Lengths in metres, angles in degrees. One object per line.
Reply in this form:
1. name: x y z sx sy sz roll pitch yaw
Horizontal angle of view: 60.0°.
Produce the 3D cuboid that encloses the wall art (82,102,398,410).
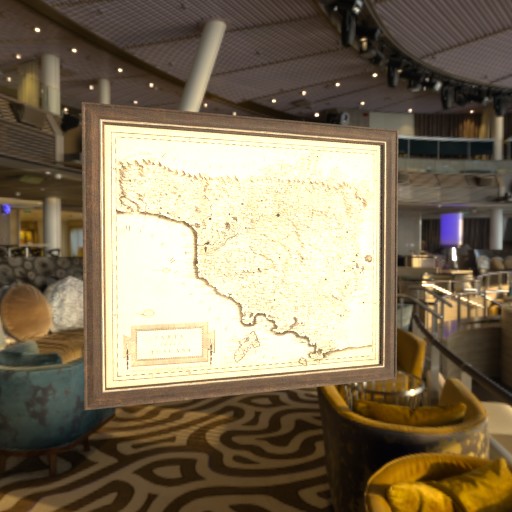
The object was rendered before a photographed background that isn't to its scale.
1. wall art: 0.000 0.000 1.418 1.033 0.875 0.023 0 1 -17
